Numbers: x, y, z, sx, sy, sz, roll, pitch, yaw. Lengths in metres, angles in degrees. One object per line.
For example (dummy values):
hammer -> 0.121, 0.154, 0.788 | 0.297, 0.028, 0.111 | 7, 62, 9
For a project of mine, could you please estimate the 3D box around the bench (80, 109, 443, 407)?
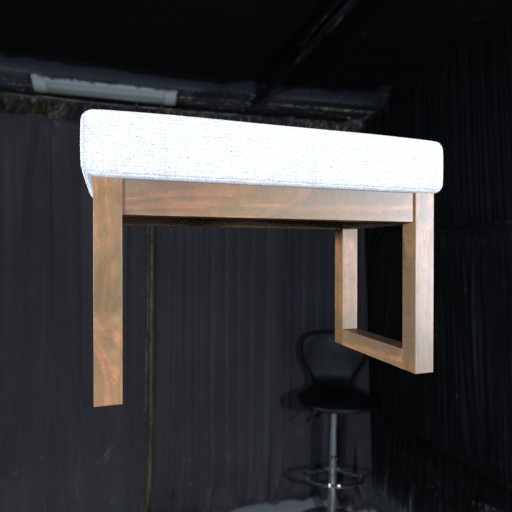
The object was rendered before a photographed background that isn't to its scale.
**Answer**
bench -> 0.000, 0.000, 0.948 | 0.681, 0.467, 0.366 | 0, 1, -18
